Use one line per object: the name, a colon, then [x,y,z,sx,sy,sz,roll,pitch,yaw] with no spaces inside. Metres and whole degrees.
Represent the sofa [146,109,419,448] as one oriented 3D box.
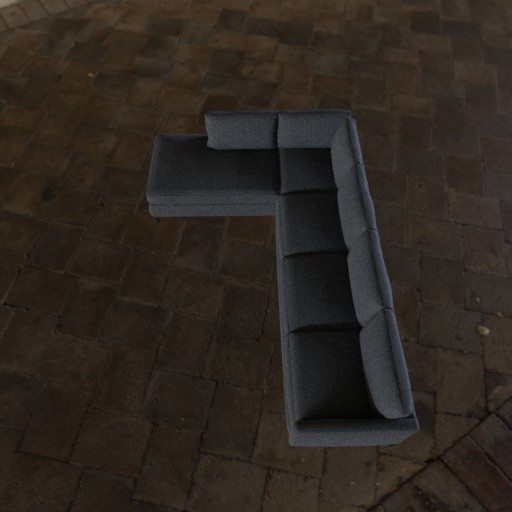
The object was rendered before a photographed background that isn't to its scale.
sofa: [0.000,0.000,3.707,2.007,0.815,2.949,-1,58,-1]
